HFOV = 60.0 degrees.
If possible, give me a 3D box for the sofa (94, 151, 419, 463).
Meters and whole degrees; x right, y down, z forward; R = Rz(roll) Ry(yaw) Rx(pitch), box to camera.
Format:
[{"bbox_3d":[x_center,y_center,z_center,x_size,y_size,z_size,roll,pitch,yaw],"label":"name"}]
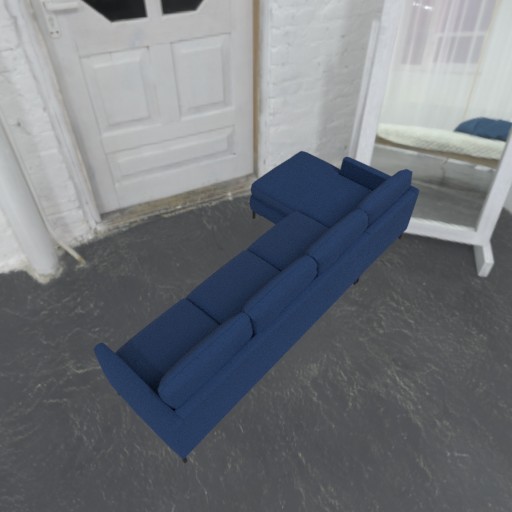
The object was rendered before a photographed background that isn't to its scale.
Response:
[{"bbox_3d":[0.000,0.000,3.041,1.128,0.679,2.450,33,55,27],"label":"sofa"}]
